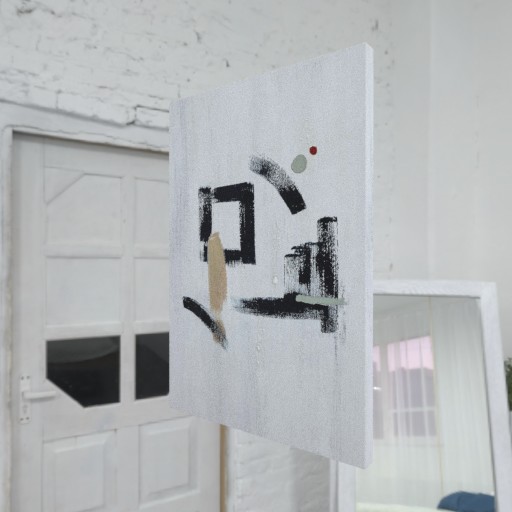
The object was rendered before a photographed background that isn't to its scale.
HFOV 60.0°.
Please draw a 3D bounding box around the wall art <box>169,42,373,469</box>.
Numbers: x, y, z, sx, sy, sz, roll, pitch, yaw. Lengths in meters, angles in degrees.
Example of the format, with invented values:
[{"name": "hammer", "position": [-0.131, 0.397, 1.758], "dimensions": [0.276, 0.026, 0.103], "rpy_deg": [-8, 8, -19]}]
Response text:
[{"name": "wall art", "position": [0.000, 0.000, 1.154], "dimensions": [0.624, 0.914, 0.043], "rpy_deg": [0, 0, 38]}]
